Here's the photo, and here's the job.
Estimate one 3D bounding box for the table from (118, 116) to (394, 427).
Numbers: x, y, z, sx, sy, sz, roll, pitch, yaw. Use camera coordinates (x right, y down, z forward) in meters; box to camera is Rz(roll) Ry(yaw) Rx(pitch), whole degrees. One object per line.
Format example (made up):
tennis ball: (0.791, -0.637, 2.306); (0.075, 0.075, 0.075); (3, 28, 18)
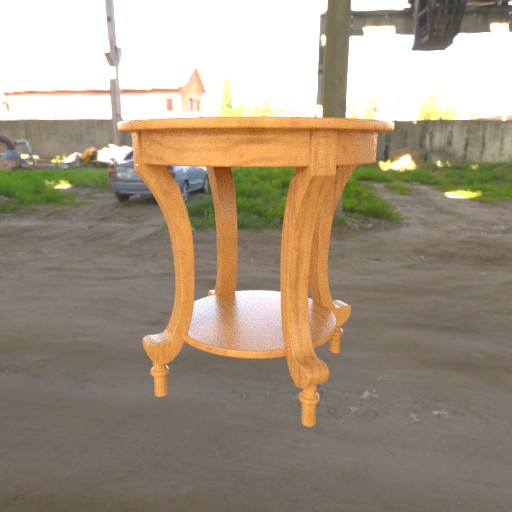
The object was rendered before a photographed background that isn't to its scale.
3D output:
table: (0.000, 0.000, 1.073); (0.597, 0.612, 0.597); (0, 14, 0)
